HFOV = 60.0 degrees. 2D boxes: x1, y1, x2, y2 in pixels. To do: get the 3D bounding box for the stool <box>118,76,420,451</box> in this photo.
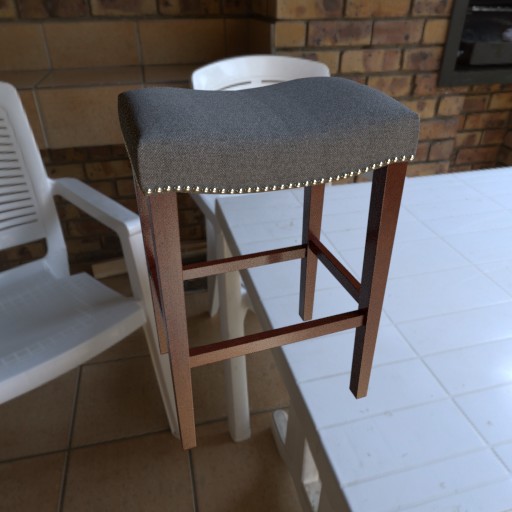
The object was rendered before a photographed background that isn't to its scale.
[{"bbox_3d":[0.000,0.000,1.032,0.504,0.742,0.372,-10,33,-16],"label":"stool"}]
